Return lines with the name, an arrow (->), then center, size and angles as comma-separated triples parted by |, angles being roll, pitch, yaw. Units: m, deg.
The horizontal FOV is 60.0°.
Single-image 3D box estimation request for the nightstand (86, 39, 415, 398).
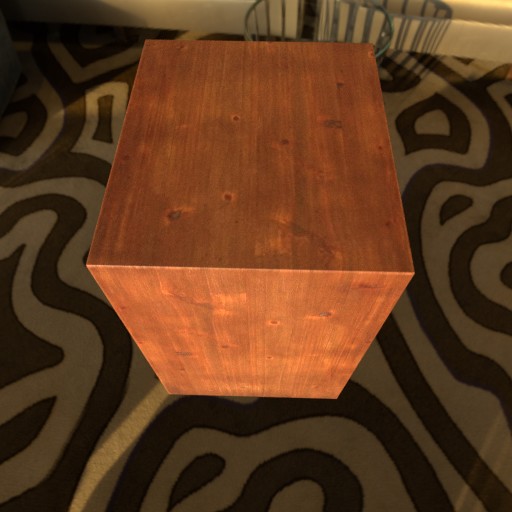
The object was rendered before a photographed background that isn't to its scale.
nightstand -> 0.000, 0.000, 0.958 | 0.410, 0.695, 0.465 | 1, 58, 1
